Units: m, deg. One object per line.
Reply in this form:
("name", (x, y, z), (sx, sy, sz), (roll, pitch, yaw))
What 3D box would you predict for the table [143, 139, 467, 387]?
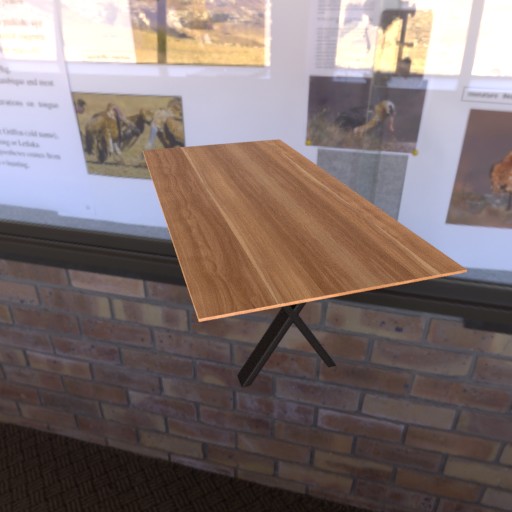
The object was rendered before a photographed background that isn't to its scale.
("table", (0.000, 0.000, 2.519), (1.000, 0.770, 2.000), (-9, 30, -15))
